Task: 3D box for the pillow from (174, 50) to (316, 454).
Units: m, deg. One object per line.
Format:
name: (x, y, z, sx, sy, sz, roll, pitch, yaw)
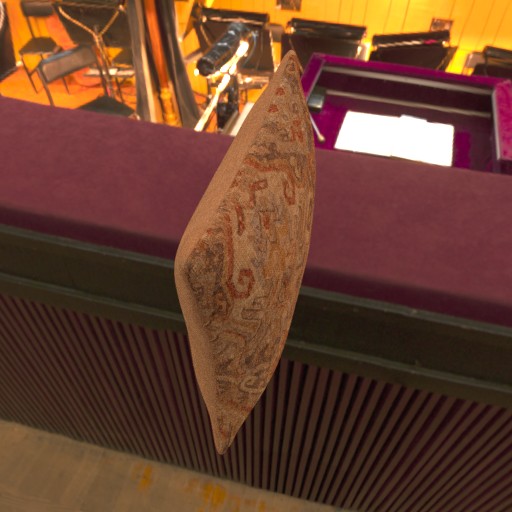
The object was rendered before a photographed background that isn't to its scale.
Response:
pillow: (0.000, 0.000, 0.781, 0.166, 0.506, 0.523, 11, 48, 10)
